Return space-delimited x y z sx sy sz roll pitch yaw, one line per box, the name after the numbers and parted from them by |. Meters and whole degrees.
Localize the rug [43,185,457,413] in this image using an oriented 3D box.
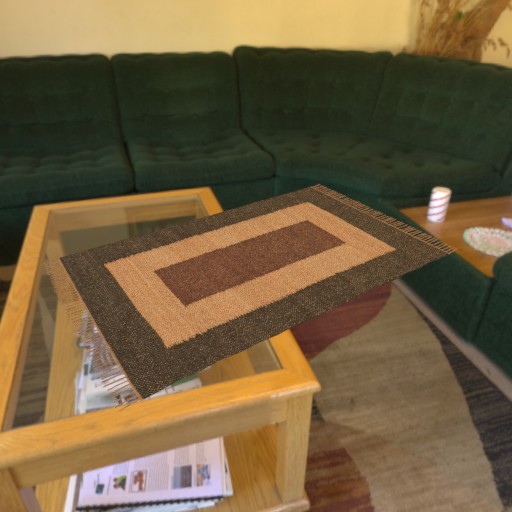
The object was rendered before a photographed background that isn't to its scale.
0.000 0.000 1.882 1.541 0.013 0.920 -20 36 -29 | rug
